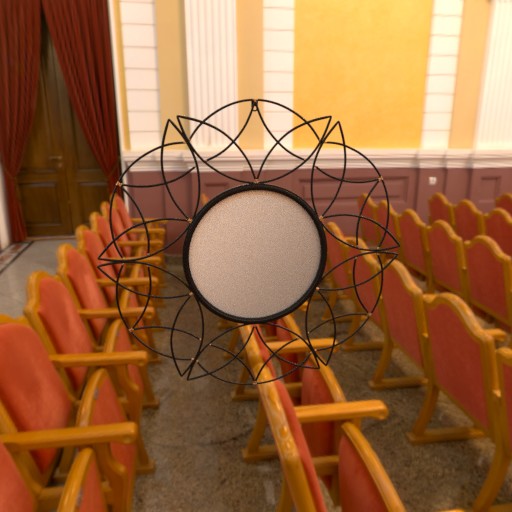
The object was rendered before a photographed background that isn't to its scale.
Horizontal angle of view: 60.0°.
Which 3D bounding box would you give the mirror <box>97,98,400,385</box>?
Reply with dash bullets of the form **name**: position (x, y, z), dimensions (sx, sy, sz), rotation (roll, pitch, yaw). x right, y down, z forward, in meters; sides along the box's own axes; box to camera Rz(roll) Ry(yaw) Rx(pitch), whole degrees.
- **mirror**: position (0.000, 0.000, 1.156), dimensions (0.797, 0.775, 0.028), rotation (-3, 17, -9)
